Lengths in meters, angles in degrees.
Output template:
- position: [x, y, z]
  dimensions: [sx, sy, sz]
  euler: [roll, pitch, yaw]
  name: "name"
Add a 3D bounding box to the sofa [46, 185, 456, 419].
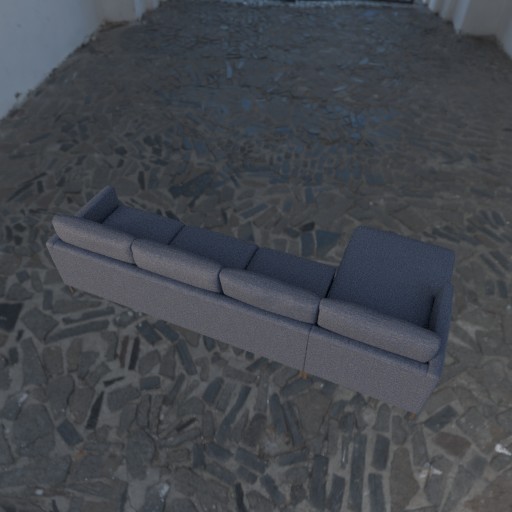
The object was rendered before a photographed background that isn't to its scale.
- position: [0.000, 0.000, 2.924]
  dimensions: [2.445, 0.673, 1.125]
  euler: [17, 49, 15]
  name: "sofa"
